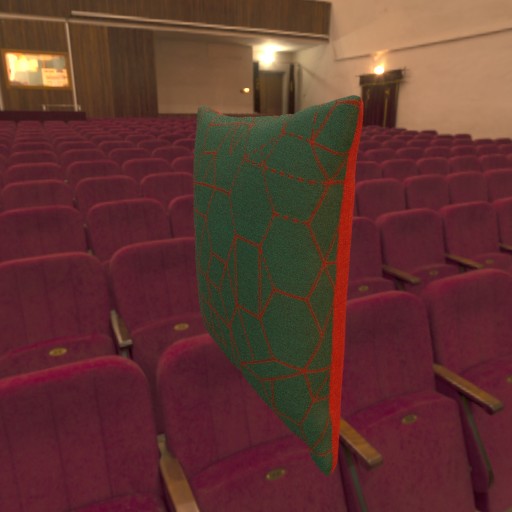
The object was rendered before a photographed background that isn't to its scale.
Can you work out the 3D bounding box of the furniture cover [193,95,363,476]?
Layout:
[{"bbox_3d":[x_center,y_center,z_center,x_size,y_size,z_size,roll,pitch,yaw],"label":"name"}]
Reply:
[{"bbox_3d":[0.000,0.000,0.772,0.158,0.508,0.517,-8,19,-25],"label":"furniture cover"}]
